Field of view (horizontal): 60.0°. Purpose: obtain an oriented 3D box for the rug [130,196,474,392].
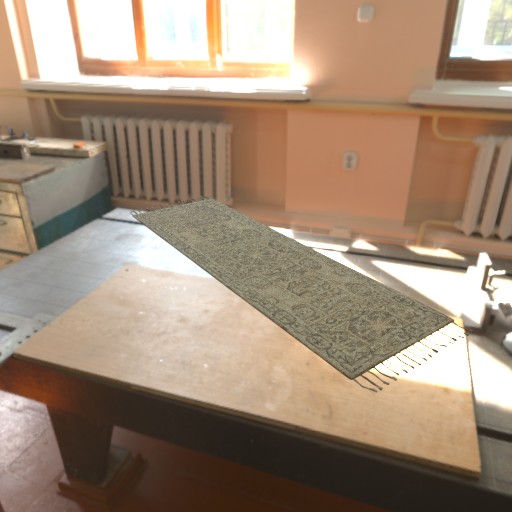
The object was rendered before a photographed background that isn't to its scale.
[{"bbox_3d":[0.000,0.000,2.960,0.762,0.011,2.664,-17,31,-32],"label":"rug"}]
